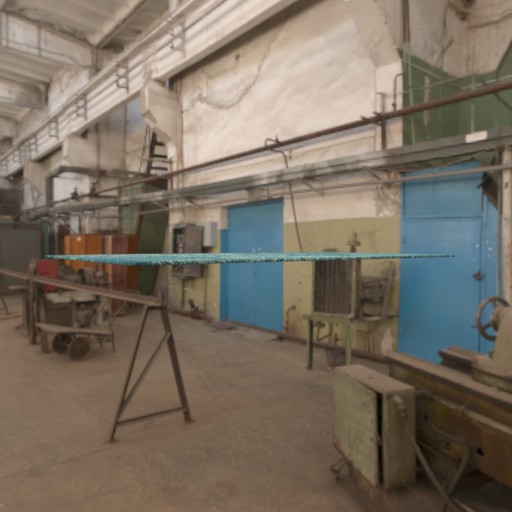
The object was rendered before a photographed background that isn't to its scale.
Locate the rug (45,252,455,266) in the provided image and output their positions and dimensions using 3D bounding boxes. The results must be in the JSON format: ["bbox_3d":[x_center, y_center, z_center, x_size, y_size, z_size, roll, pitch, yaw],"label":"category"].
[{"bbox_3d":[0.000,0.000,2.933,2.277,0.015,1.490,-1,2,-37],"label":"rug"}]
